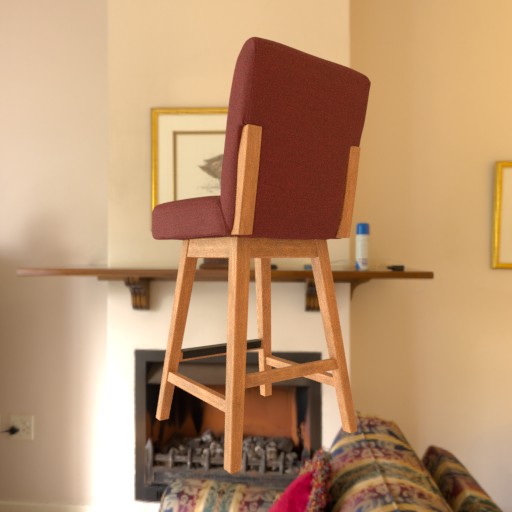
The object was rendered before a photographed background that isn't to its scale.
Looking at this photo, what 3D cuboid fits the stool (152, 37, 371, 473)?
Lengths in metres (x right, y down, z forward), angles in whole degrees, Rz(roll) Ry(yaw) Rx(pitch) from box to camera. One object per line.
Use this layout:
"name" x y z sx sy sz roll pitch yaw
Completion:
"stool" 0.000 0.000 1.351 0.468 1.038 0.562 0 0 -35
